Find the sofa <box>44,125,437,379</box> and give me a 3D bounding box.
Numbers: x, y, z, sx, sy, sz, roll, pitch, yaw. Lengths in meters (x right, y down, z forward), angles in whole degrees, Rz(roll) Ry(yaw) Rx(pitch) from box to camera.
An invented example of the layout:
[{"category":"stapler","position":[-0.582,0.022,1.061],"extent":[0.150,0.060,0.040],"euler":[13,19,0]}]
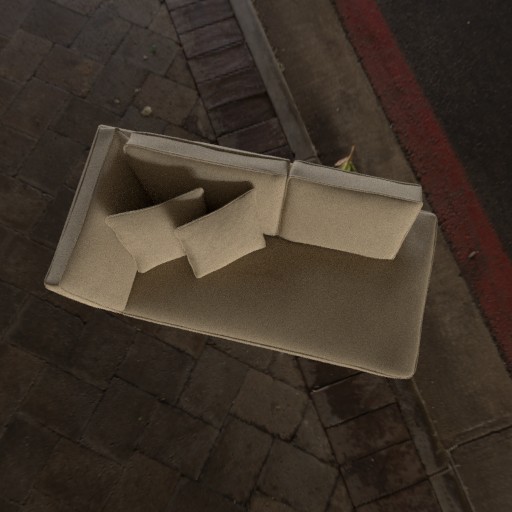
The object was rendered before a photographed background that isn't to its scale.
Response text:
[{"category":"sofa","position":[0.000,0.000,2.846],"extent":[2.237,1.033,1.110],"euler":[12,76,3]}]
